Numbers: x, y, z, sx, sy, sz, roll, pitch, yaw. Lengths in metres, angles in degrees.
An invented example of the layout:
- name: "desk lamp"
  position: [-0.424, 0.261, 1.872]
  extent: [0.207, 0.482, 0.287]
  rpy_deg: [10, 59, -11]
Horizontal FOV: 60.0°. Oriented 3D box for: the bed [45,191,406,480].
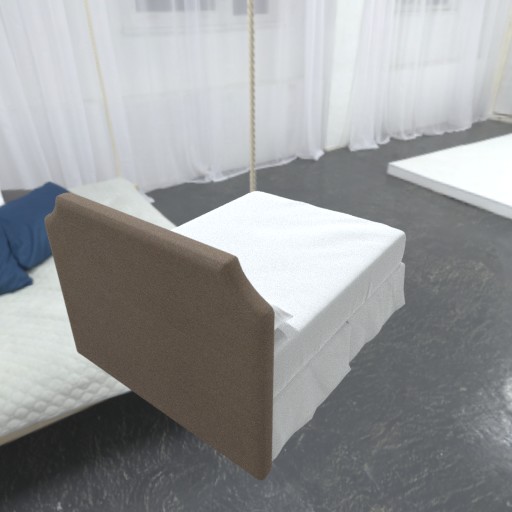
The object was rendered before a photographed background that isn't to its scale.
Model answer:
- name: "bed"
  position: [0.000, 0.000, 3.206]
  extent: [1.693, 1.290, 2.116]
  rpy_deg: [20, 35, 32]
